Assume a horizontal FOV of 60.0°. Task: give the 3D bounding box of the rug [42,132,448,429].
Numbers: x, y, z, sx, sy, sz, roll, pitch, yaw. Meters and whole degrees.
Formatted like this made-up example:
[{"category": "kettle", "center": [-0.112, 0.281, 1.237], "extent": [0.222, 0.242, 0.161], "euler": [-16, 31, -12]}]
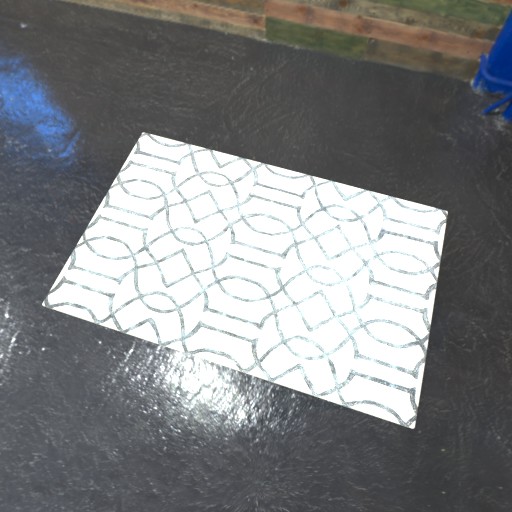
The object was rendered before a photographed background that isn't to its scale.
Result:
[{"category": "rug", "center": [0.000, 0.000, 2.976], "extent": [2.365, 0.017, 1.521], "euler": [16, 64, 8]}]
